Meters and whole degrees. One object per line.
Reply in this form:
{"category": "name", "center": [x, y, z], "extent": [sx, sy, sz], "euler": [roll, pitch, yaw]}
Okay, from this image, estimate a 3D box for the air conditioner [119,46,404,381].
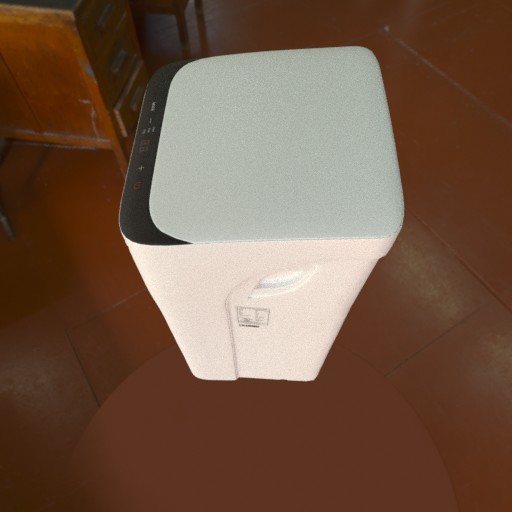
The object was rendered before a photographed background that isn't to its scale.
{"category": "air conditioner", "center": [0.000, 0.000, 0.890], "extent": [0.369, 0.716, 0.352], "euler": [1, 60, 1]}
